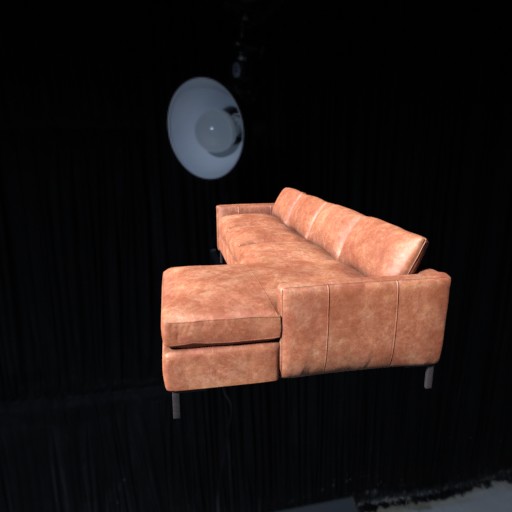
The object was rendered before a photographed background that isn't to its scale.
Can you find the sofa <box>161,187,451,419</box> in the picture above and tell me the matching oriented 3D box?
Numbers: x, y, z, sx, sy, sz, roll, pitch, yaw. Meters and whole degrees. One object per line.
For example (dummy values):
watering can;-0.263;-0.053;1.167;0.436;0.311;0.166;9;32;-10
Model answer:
sofa;0.000;0.000;3.588;1.471;0.859;2.993;-3;15;-11
